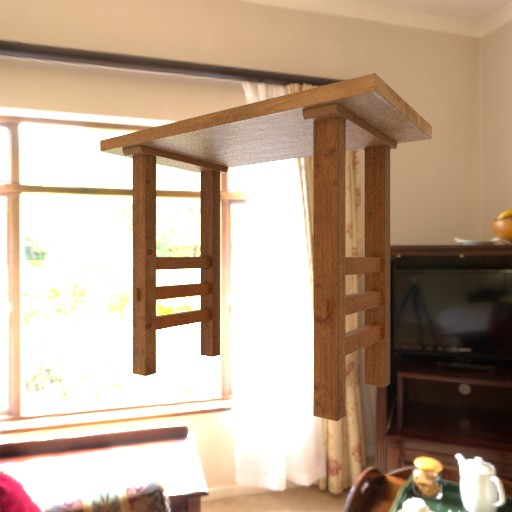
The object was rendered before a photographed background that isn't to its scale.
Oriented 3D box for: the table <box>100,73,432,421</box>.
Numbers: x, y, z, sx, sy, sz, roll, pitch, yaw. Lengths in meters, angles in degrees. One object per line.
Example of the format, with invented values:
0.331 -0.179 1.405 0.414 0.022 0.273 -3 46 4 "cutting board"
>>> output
0.000 0.000 1.654 1.119 0.914 0.556 0 0 35 "table"
